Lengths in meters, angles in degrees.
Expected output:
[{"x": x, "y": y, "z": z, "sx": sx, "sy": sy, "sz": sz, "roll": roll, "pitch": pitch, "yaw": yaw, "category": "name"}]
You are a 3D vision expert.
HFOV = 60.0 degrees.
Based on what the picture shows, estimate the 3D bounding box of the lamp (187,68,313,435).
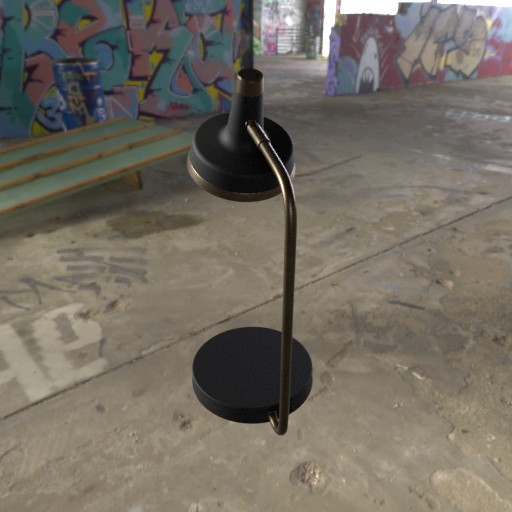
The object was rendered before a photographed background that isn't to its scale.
[{"x": 0.000, "y": 0.000, "z": 0.495, "sx": 0.162, "sy": 0.385, "sz": 0.218, "roll": -8, "pitch": 29, "yaw": -15, "category": "lamp"}]
